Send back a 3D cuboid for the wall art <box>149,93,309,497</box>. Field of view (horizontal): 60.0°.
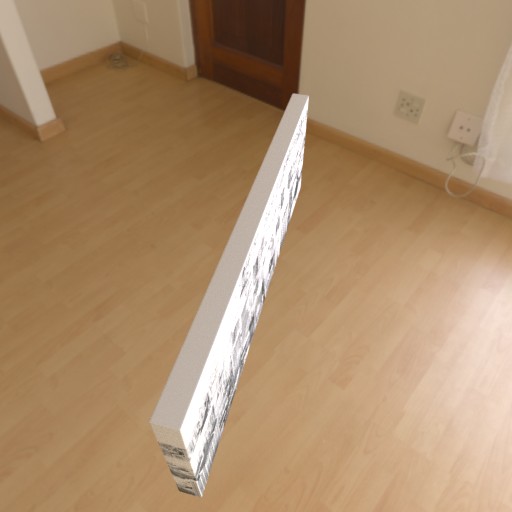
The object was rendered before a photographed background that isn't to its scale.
[{"bbox_3d":[0.000,0.000,0.821,0.038,0.255,0.763,11,48,10],"label":"wall art"}]
